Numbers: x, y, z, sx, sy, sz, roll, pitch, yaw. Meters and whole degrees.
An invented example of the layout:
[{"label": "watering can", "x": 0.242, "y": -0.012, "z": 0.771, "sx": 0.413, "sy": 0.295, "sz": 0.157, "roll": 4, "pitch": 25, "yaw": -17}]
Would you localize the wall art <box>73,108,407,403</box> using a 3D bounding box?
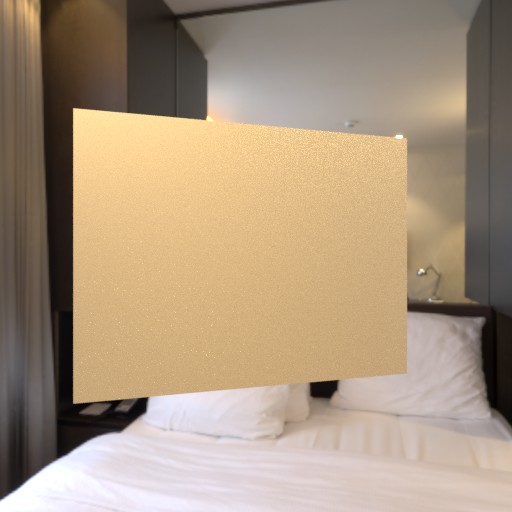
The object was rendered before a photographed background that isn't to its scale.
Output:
[{"label": "wall art", "x": 0.000, "y": 0.000, "z": 1.389, "sx": 1.056, "sy": 0.801, "sz": 0.066, "roll": 0, "pitch": 0, "yaw": -17}]
